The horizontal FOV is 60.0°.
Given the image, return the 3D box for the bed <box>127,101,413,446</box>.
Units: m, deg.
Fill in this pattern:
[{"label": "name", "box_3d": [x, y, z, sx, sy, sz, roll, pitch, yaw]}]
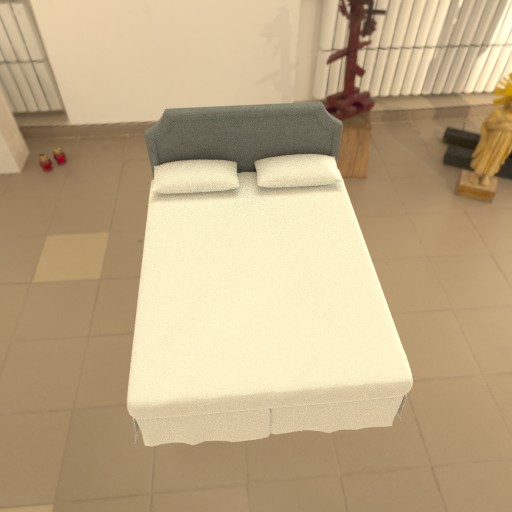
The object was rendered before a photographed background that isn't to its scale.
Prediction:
[{"label": "bed", "box_3d": [0.000, 0.000, 3.582, 1.977, 1.306, 2.464, -4, 48, -3]}]
